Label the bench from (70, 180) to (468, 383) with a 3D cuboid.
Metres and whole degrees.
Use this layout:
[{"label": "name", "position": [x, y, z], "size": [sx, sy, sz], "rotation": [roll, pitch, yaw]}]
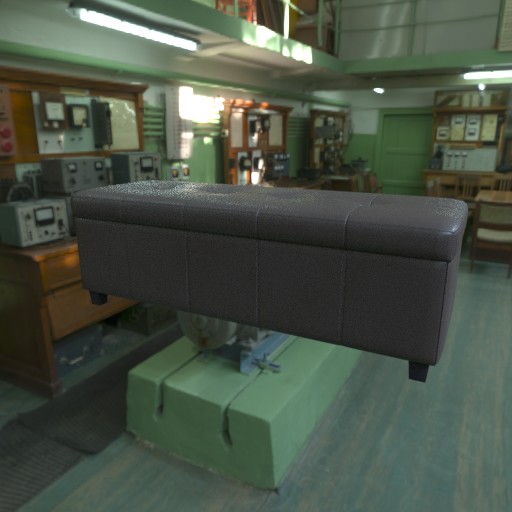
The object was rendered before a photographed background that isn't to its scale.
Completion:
[{"label": "bench", "position": [0.000, 0.000, 1.463], "size": [1.219, 0.417, 0.450], "rotation": [8, 18, 26]}]
